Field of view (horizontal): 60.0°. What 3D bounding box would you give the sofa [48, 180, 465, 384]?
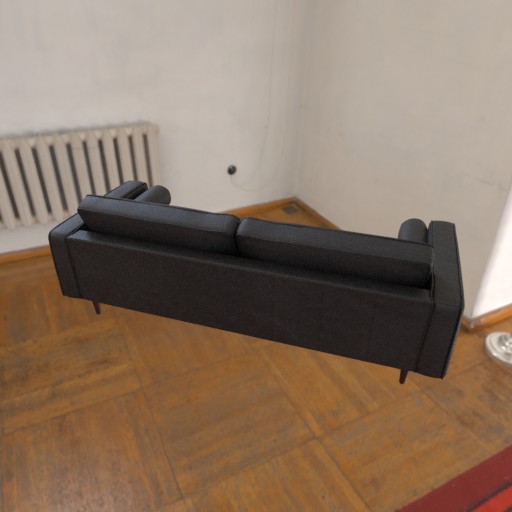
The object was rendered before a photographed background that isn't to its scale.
[{"bbox_3d":[0.000,0.000,2.634,2.210,0.762,0.914,10,32,16],"label":"sofa"}]
